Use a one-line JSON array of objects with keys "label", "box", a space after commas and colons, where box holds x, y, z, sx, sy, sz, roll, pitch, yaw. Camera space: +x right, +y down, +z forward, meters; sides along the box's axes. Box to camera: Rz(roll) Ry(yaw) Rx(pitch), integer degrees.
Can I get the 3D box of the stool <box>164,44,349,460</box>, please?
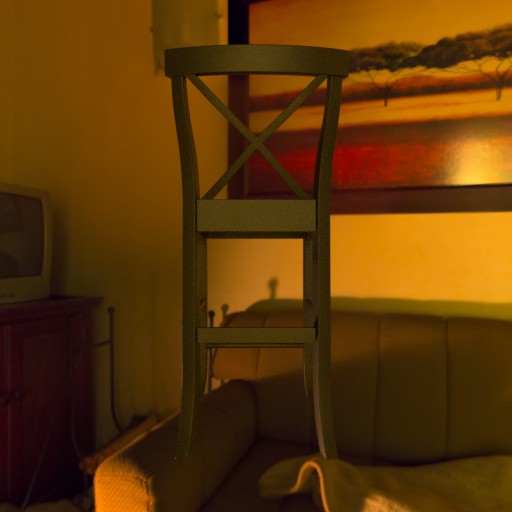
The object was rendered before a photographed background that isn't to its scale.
[{"label": "stool", "box": [0.000, 0.000, 1.301, 0.452, 0.989, 0.559, 0, 0, -1]}]
